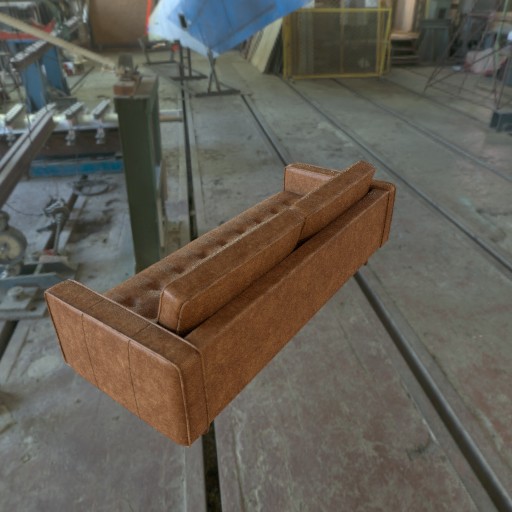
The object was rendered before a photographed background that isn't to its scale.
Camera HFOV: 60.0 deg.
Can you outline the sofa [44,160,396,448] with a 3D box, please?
[{"bbox_3d":[0.000,0.000,2.652,0.886,0.779,2.199,20,36,30],"label":"sofa"}]
